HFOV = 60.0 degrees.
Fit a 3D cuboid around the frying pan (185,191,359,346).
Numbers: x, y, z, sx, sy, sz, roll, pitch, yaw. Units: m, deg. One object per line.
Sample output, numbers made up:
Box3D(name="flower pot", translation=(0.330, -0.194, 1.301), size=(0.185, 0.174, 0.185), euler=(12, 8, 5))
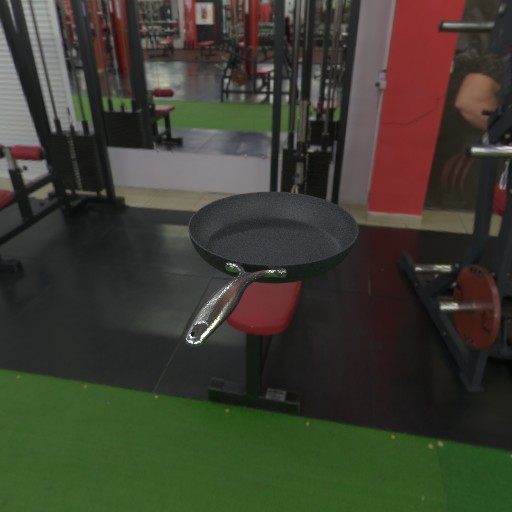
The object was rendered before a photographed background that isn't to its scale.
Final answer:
Box3D(name="frying pan", translation=(0.000, 0.000, 0.580), size=(0.255, 0.105, 0.472), euler=(7, 30, 12))
